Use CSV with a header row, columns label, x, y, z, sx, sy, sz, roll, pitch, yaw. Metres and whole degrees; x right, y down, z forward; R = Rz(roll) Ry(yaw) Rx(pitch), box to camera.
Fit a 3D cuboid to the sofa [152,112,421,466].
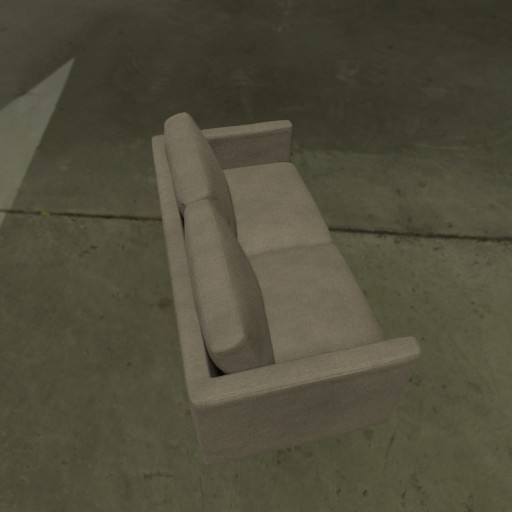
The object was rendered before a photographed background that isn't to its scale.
label,x,y,z,sx,sy,sz,roll,pitch,yaw
sofa,0.000,0.000,2.471,0.950,0.963,1.884,-10,47,-9
